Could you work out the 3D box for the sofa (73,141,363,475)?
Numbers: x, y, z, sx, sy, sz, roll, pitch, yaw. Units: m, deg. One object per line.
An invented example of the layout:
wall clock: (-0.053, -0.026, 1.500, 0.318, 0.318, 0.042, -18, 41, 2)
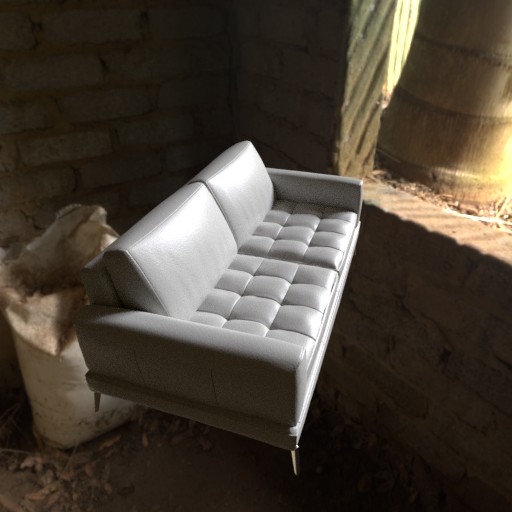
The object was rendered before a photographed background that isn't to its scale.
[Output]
sofa: (0.000, 0.000, 2.787, 1.121, 0.930, 2.177, 10, 33, 16)
